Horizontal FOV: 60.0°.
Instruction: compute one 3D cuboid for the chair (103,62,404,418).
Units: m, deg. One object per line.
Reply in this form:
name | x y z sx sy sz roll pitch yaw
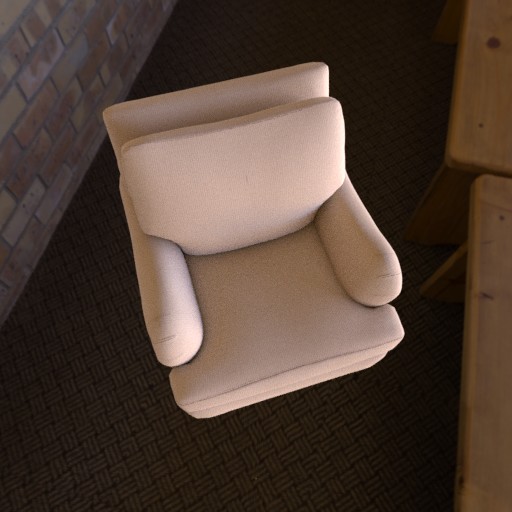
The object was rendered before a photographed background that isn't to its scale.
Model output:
chair | 0.000 0.000 1.874 0.955 1.038 1.070 -15 64 -7
